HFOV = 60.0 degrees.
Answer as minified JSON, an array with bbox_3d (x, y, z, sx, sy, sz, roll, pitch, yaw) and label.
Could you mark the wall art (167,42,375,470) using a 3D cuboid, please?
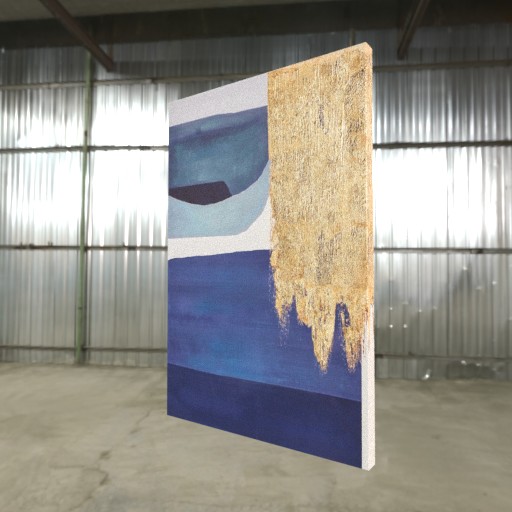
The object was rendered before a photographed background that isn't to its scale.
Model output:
[{"bbox_3d":[0.000,0.000,1.133,0.607,0.911,0.039,-1,-2,35],"label":"wall art"}]
